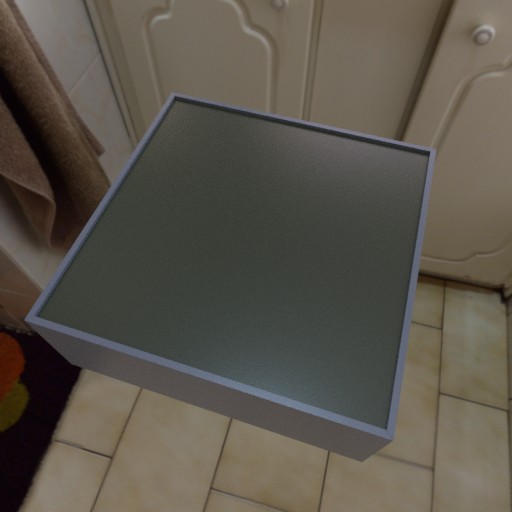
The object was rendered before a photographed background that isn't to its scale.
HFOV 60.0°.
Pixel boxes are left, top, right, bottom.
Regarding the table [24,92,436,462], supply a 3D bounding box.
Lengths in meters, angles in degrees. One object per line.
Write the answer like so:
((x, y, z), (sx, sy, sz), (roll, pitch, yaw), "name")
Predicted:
((0.000, 0.000, 1.227), (0.801, 0.299, 0.801), (15, 59, 9), "table")
